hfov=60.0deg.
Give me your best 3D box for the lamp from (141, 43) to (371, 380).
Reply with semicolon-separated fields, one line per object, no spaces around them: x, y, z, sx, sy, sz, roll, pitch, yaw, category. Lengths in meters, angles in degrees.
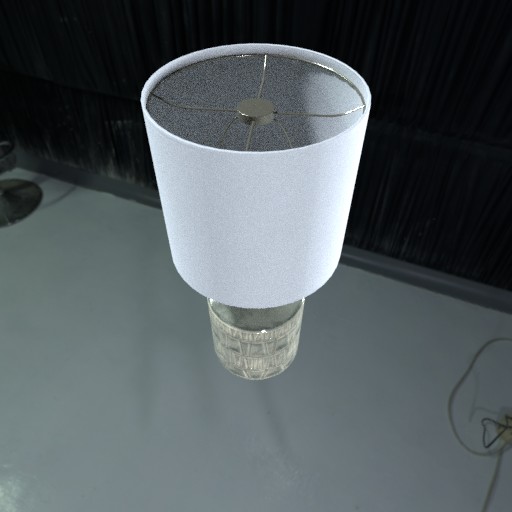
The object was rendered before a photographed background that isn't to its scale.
0.000;0.000;0.578;0.211;0.455;0.211;15;49;14;lamp
